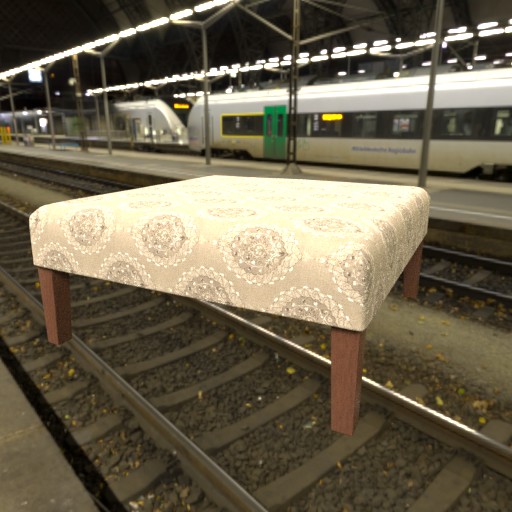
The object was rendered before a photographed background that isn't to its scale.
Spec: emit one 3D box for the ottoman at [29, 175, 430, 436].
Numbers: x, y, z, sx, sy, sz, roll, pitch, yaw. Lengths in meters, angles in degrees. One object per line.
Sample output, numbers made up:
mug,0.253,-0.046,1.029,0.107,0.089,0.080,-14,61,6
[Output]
ottoman,0.000,0.000,1.372,0.890,0.411,0.889,8,18,26
